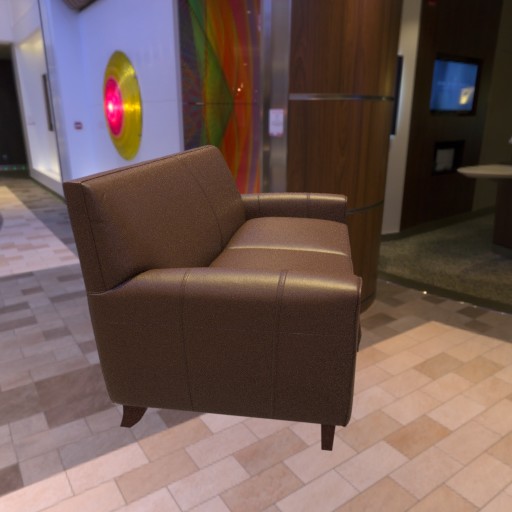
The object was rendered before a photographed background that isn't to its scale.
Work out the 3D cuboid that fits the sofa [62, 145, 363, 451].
[{"bbox_3d":[0.000,0.000,1.967,0.853,0.859,1.468,3,18,9],"label":"sofa"}]
